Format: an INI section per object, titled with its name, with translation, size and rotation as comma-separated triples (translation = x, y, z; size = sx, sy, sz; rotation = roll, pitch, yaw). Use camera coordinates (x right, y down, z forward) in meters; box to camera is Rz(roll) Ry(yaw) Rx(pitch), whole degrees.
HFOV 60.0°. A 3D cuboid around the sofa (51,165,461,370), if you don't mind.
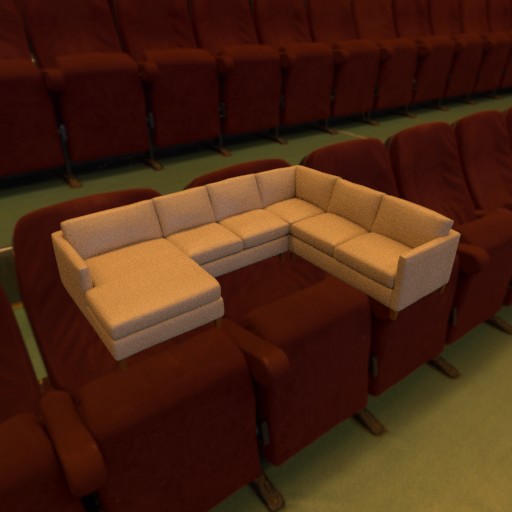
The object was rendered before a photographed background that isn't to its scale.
[sofa]
translation = 0.000, 0.000, 4.713
size = 3.460, 0.961, 2.594
rotation = -20, 34, -32
